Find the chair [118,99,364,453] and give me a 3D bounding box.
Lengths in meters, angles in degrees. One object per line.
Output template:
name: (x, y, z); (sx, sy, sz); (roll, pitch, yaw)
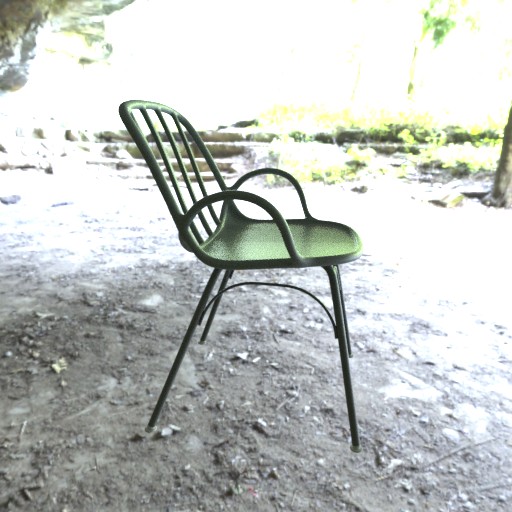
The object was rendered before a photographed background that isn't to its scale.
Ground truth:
chair: (0.000, 0.000, 1.222); (0.597, 0.816, 0.549); (3, 17, 9)
